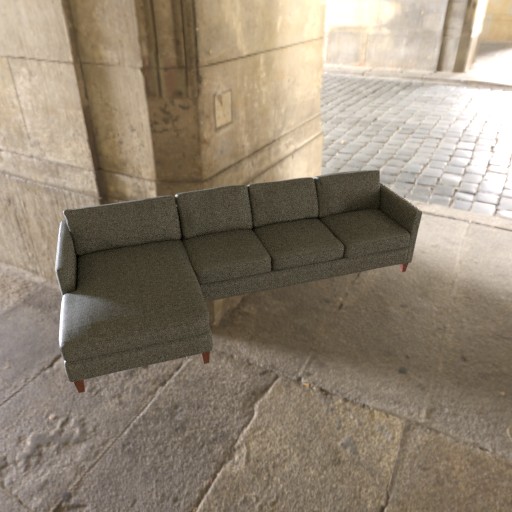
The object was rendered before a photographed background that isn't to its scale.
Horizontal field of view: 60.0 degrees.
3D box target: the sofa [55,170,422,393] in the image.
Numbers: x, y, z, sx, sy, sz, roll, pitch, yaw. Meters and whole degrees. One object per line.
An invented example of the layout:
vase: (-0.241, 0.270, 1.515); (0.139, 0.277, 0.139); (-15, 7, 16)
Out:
sofa: (0.000, 0.000, 4.205); (3.485, 0.960, 1.635); (-10, 33, -16)
